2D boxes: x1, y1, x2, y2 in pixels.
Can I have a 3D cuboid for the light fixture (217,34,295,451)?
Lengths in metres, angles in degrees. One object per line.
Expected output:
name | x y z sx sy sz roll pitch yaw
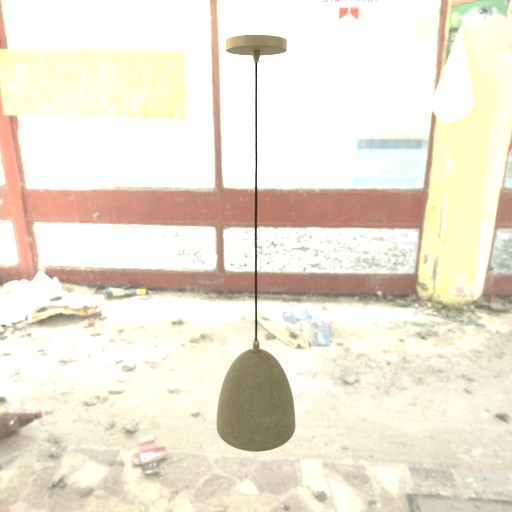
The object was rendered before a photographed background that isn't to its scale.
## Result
light fixture | 0.000 0.000 0.856 0.170 0.759 0.170 7 18 24
